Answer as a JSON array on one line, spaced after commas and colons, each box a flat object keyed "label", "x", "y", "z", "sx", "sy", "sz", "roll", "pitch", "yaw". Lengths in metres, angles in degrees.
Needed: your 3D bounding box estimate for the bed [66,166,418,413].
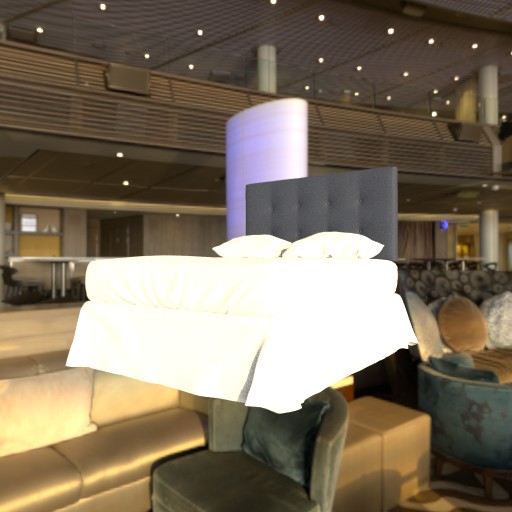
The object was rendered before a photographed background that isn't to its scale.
[{"label": "bed", "x": 0.000, "y": 0.000, "z": 3.523, "sx": 1.936, "sy": 1.577, "sz": 2.222, "roll": 0, "pitch": -1, "yaw": 35}]
